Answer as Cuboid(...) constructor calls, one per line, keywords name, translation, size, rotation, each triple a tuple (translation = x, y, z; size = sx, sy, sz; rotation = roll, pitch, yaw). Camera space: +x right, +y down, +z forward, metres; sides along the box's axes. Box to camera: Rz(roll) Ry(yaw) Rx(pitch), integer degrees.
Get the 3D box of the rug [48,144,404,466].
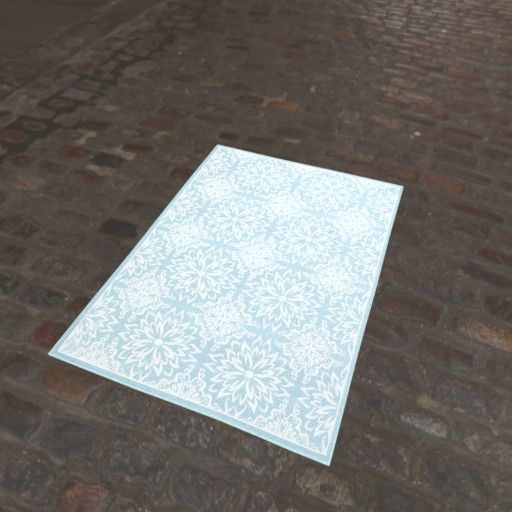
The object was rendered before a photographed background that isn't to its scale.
Cuboid(name="rug", translation=(0.000, 0.000, 2.926), size=(1.589, 0.014, 2.205), rotation=(16, 49, 14))
